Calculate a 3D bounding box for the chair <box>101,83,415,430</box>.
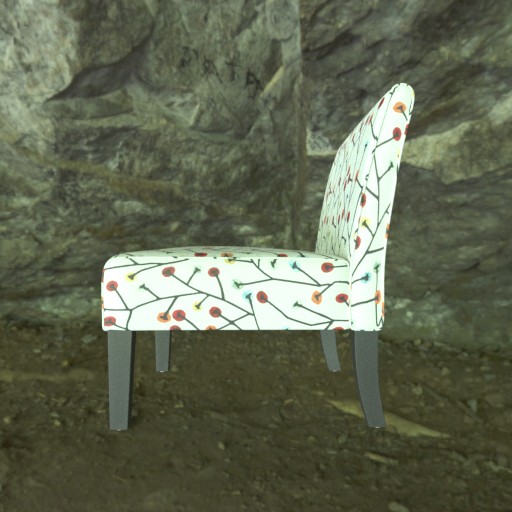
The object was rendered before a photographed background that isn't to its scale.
[{"bbox_3d":[0.000,0.000,1.312,0.732,0.813,0.597,0,0,-1],"label":"chair"}]
